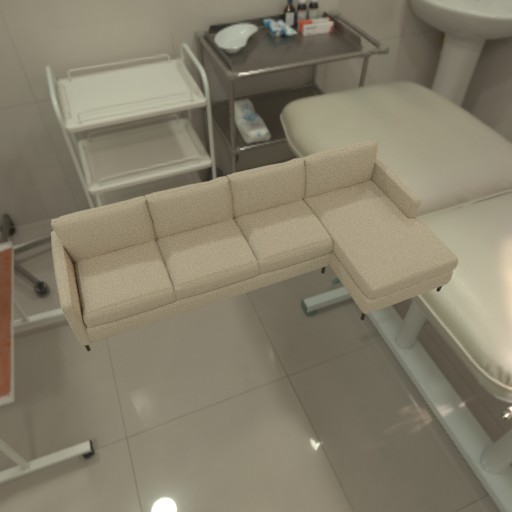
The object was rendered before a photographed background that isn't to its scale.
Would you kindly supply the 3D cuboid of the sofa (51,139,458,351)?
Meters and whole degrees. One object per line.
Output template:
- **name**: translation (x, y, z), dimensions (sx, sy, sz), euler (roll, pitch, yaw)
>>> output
- **sofa**: translation (0.000, 0.000, 3.262), dimensions (2.731, 0.755, 1.258), euler (-17, 50, -15)
